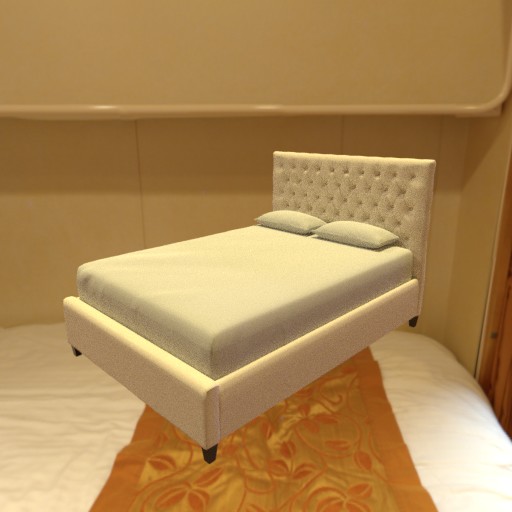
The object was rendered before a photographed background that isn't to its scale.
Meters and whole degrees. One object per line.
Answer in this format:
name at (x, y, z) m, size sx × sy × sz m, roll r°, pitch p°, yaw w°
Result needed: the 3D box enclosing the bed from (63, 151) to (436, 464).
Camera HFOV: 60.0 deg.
bed at (0.000, 0.000, 3.431) m, size 1.698 × 1.427 × 2.387 m, roll 16°, pitch 23°, yaw 42°
